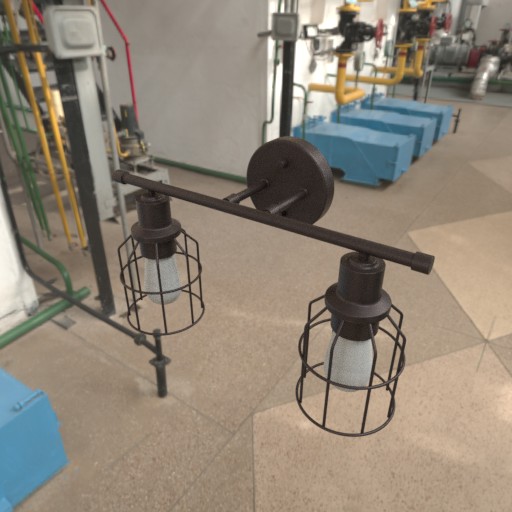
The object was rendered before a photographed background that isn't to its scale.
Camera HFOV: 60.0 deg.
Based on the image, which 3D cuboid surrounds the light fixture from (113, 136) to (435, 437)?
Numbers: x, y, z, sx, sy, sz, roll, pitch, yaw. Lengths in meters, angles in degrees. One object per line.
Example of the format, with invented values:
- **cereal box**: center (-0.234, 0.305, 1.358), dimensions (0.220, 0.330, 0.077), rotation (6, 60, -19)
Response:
- **light fixture**: center (0.000, 0.000, 0.537), dimensions (0.406, 0.254, 0.165), rotation (19, 35, 30)
